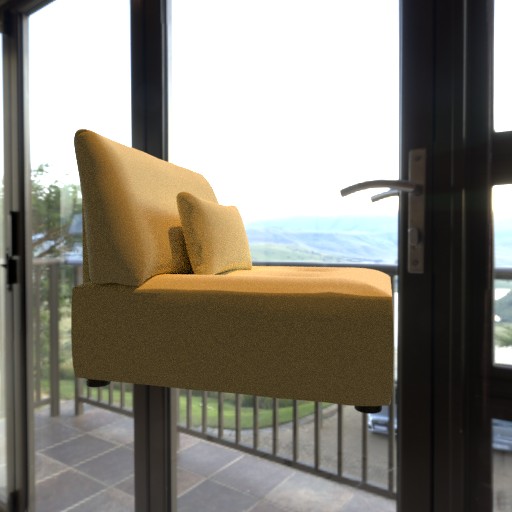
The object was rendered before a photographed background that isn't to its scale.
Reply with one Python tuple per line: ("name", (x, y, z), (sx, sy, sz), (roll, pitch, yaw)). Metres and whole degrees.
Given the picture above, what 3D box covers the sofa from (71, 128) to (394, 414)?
("sofa", (0.000, 0.000, 1.700), (1.000, 0.820, 0.930), (0, 1, 16))
